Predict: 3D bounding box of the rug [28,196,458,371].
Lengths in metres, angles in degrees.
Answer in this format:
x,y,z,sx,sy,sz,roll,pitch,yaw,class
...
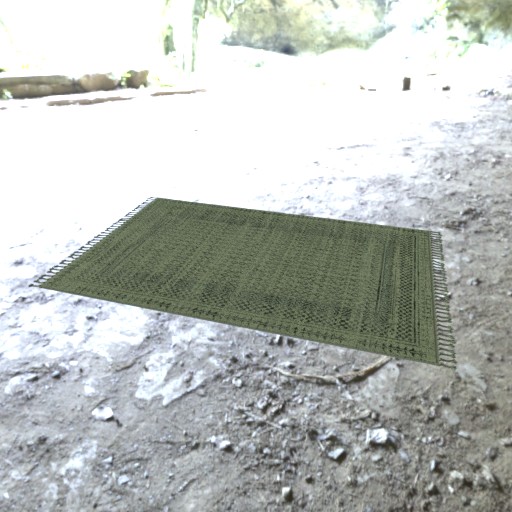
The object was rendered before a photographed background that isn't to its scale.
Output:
x,y,z,sx,sy,sz,roll,pitch,yaw,class
0.000,0.000,3.042,2.486,0.013,1.548,9,30,15,rug
